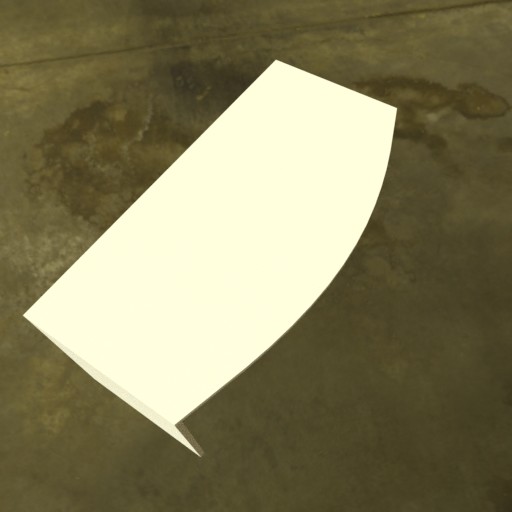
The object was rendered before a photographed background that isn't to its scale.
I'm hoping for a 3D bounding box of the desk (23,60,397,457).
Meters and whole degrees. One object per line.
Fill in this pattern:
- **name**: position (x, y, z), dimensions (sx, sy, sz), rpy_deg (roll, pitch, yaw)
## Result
- **desk**: position (0.000, 0.000, 2.021), dimensions (0.802, 0.750, 1.600), rpy_deg (29, 63, 16)
